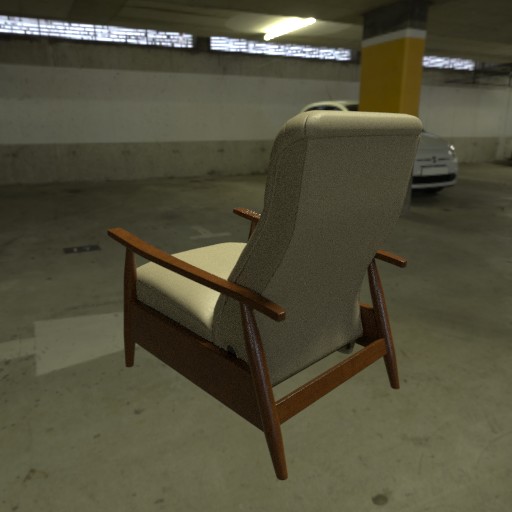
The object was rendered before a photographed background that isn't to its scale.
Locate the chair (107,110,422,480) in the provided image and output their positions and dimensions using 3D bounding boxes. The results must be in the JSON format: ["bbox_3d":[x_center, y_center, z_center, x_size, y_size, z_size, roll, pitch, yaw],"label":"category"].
[{"bbox_3d":[0.000,0.000,1.782,0.762,1.082,1.014,-15,22,-42],"label":"chair"}]
